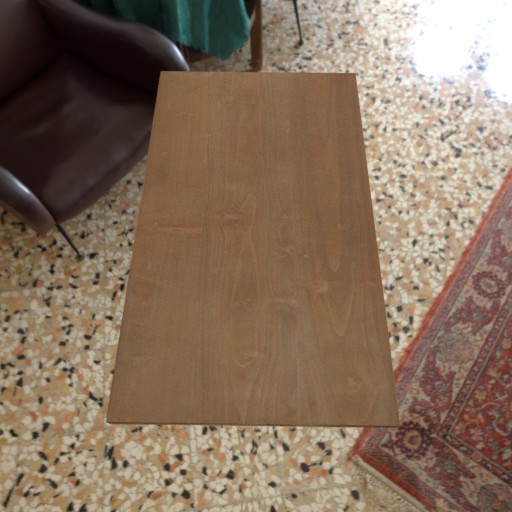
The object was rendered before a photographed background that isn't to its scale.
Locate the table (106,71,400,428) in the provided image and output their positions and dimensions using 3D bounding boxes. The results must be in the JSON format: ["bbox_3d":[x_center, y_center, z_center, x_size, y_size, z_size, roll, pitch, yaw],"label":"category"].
[{"bbox_3d":[0.000,0.000,2.135,0.946,0.780,1.609,1,63,0],"label":"table"}]
